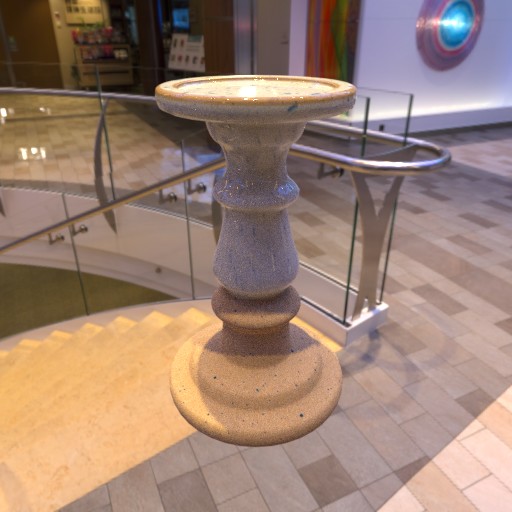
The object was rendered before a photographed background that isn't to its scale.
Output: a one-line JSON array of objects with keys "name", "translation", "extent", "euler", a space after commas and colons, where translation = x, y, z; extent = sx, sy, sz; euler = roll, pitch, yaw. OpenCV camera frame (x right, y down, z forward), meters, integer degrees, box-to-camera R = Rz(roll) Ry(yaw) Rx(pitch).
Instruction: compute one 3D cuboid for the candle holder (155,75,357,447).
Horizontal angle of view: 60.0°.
[{"name": "candle holder", "translation": [0.000, 0.000, 0.277], "extent": [0.123, 0.202, 0.123], "euler": [0, 27, 0]}]
